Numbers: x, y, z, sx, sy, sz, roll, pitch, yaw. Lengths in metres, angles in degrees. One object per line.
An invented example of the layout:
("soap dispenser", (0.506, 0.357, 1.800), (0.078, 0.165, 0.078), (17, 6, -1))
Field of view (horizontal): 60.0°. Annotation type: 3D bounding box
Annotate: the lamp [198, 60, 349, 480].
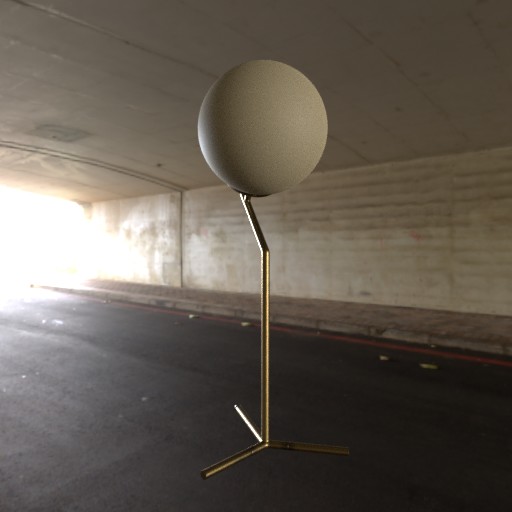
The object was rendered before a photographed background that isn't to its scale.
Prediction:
("lamp", (0.000, 0.000, 0.677), (0.210, 0.552, 0.251), (0, 1, -18))
